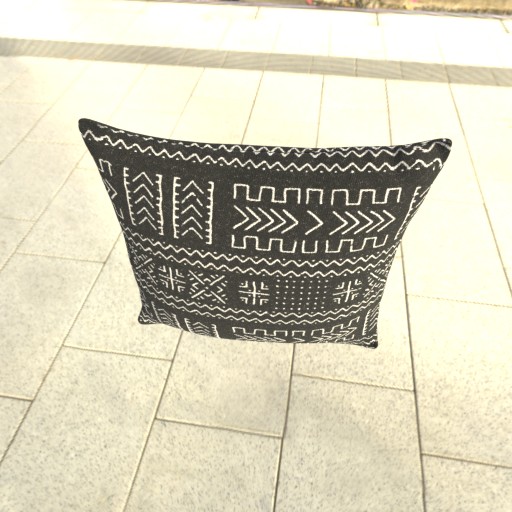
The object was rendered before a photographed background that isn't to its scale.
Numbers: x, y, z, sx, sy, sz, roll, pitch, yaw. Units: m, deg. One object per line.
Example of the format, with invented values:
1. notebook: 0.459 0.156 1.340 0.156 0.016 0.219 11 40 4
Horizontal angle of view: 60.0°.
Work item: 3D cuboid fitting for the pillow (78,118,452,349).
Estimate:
1. pillow: 0.000 0.000 0.658 0.438 0.430 0.164 5 48 5
